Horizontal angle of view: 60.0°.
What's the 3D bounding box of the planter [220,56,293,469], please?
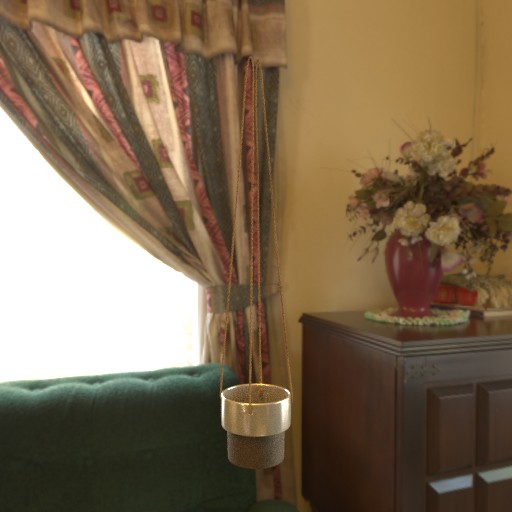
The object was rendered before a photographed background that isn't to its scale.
[{"bbox_3d":[0.000,0.000,1.194,0.187,1.073,0.187,1,-1,-36],"label":"planter"}]
